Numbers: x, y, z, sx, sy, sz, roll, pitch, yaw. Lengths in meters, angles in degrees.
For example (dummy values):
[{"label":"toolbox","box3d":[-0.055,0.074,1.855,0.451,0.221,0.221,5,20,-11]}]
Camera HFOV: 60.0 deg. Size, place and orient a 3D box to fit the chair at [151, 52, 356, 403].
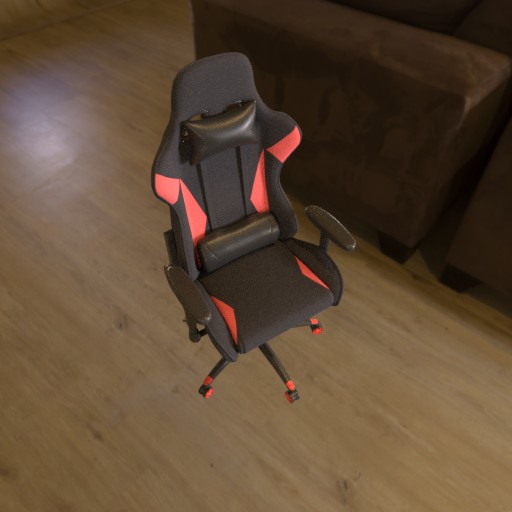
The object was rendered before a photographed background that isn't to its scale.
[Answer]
[{"label":"chair","box3d":[0.000,0.000,1.688,0.695,1.326,0.658,-25,51,-22]}]
